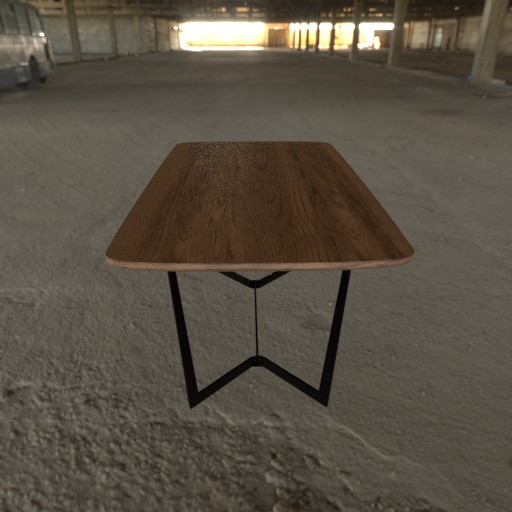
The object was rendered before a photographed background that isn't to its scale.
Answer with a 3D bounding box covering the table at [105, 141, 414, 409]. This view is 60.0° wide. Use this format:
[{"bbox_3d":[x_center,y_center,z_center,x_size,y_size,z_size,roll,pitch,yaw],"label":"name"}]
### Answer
[{"bbox_3d":[0.000,0.000,2.164,0.949,0.765,1.643,0,26,-1],"label":"table"}]
